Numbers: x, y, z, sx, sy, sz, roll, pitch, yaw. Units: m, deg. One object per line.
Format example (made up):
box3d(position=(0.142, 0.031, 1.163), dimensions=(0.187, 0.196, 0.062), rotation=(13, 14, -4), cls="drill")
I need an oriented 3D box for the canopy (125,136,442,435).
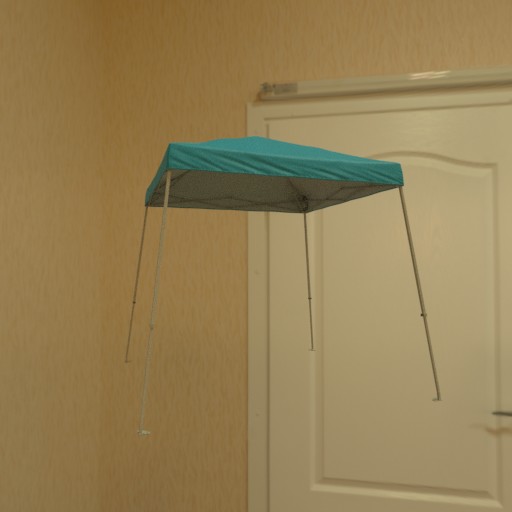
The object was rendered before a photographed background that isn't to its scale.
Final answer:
box3d(position=(0.000, 0.000, 6.606), dimensions=(3.600, 3.600, 3.599), rotation=(1, -2, -18), cls="canopy")
